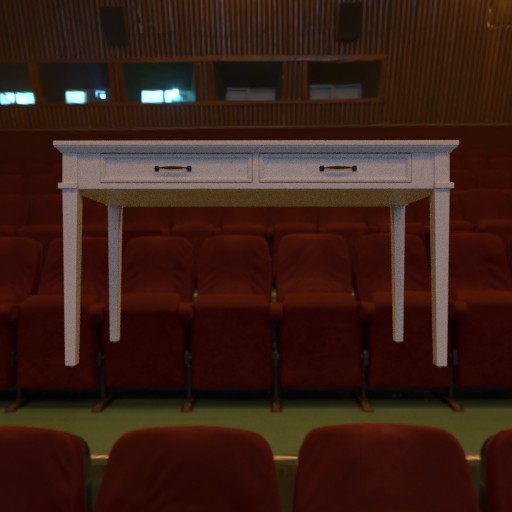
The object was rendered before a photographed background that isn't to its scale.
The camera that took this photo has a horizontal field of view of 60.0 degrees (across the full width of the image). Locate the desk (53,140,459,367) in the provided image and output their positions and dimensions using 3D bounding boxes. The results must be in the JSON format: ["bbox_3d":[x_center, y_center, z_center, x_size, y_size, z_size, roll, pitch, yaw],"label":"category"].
[{"bbox_3d":[0.000,0.000,1.772,1.372,0.774,0.559,0,-1,0],"label":"desk"}]
